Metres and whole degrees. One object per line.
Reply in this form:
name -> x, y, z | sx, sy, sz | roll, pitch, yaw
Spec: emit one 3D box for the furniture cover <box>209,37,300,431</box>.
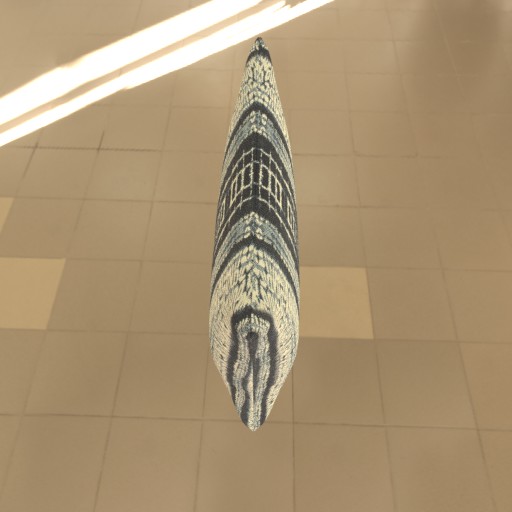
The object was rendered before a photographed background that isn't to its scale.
furniture cover -> 0.000, 0.000, 0.667 | 0.133, 0.435, 0.425 | 1, 59, 1
